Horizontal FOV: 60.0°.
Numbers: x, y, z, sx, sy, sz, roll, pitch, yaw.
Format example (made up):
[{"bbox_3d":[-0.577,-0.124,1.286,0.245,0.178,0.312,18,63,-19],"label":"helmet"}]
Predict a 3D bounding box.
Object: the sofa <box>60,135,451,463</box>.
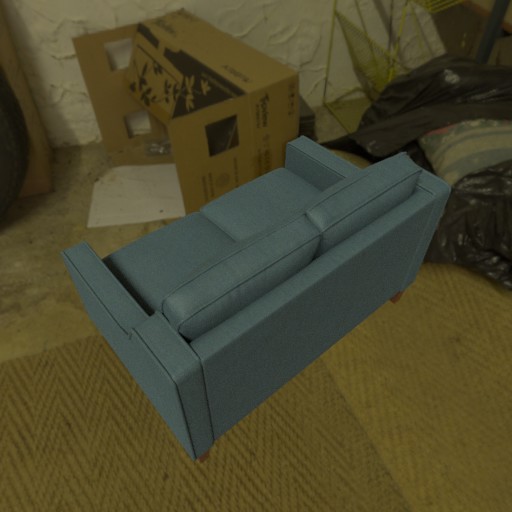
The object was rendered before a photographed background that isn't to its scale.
[{"bbox_3d":[0.000,0.000,2.168,1.501,0.971,0.987,-31,54,-27],"label":"sofa"}]
